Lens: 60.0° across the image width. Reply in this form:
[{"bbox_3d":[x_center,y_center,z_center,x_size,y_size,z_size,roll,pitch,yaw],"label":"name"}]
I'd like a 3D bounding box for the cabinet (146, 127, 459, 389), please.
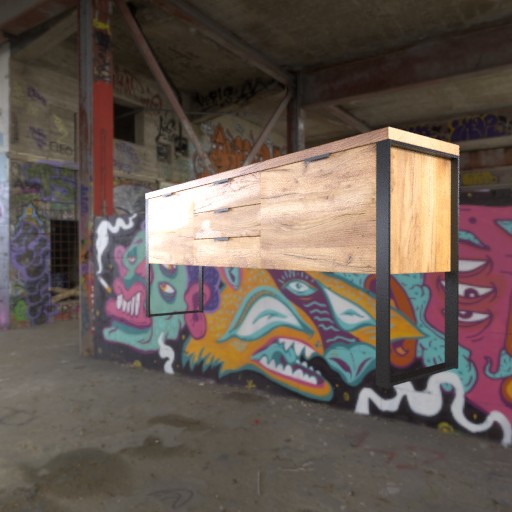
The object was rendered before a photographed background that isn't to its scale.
[{"bbox_3d":[0.000,0.000,2.122,0.395,0.762,1.800,0,1,-36],"label":"cabinet"}]
